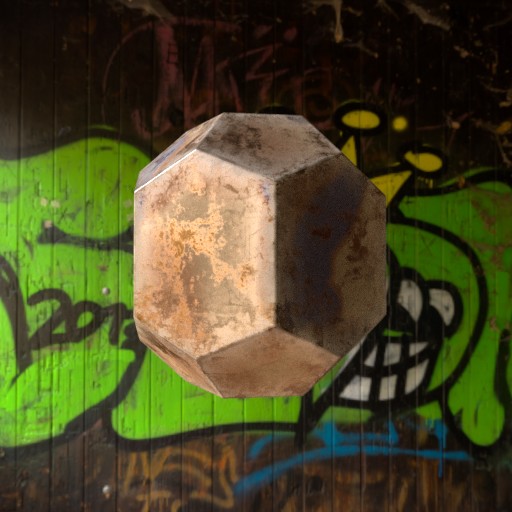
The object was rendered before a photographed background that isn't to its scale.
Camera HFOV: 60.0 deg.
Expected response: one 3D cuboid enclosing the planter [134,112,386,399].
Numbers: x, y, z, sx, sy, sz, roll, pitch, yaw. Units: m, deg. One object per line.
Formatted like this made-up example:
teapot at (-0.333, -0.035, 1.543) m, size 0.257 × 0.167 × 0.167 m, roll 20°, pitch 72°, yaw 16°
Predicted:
planter at (0.000, 0.000, 0.428) m, size 0.243 × 0.238 × 0.221 m, roll 1°, pitch -1°, yaw -36°
